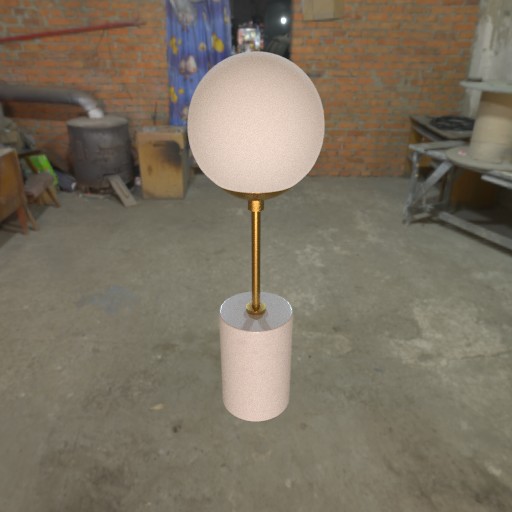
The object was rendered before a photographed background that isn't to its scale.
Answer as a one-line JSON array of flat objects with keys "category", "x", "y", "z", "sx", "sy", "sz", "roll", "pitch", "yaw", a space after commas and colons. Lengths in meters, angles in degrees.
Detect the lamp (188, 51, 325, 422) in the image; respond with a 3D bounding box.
[{"category": "lamp", "x": 0.000, "y": 0.000, "z": 0.573, "sx": 0.153, "sy": 0.480, "sz": 0.153, "roll": 0, "pitch": 26, "yaw": 0}]
